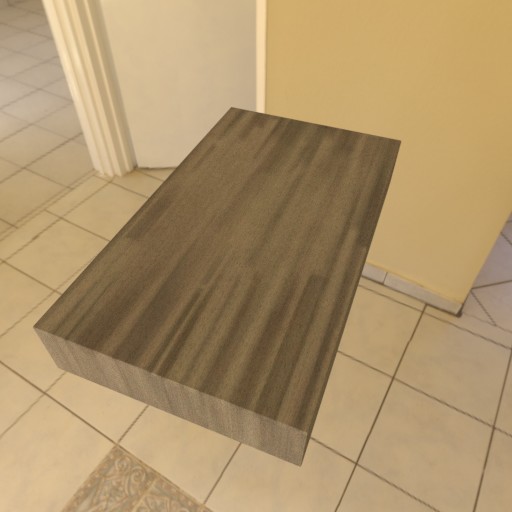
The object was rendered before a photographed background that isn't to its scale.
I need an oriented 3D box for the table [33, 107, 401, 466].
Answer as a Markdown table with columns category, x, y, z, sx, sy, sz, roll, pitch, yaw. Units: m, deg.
| category | x | y | z | sx | sy | sz | roll | pitch | yaw |
| --- | --- | --- | --- | --- | --- | --- | --- | --- | --- |
| table | 0.000 | 0.000 | 1.379 | 0.643 | 0.347 | 1.088 | 16 | 48 | 15 |
